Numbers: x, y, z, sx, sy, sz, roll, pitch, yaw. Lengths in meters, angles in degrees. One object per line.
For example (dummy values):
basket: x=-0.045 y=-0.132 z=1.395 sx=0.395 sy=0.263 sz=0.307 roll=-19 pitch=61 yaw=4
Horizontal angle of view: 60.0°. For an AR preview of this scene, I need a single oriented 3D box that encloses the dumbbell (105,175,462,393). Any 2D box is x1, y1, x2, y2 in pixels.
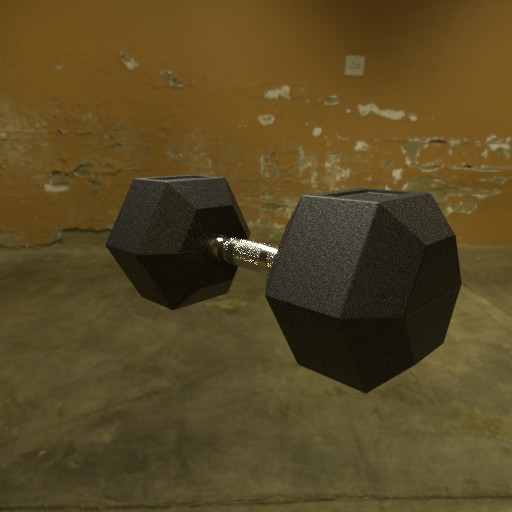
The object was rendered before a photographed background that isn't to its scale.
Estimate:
dumbbell: x=0.000 y=0.000 z=0.468 sx=0.384 sy=0.150 sz=0.173 roll=13 pitch=19 yaw=43
